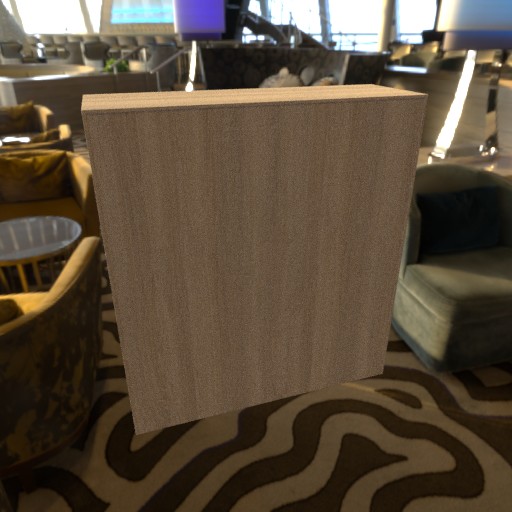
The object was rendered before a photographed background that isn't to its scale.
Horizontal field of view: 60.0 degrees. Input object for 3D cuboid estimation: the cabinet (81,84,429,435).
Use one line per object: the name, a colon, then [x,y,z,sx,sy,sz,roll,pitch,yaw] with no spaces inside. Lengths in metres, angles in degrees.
cabinet: [0.000,0.000,2.990,1.870,2.060,0.620,-8,28,-16]
